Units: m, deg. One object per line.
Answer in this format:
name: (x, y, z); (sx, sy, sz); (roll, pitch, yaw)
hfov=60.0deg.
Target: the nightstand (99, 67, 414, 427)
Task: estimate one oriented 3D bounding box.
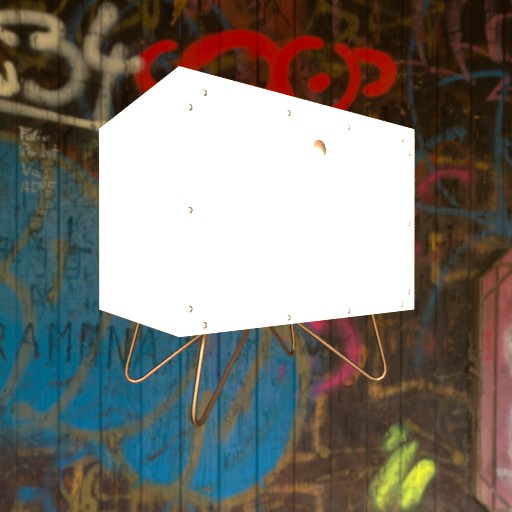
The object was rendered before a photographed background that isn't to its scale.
nightstand: (0.000, 0.000, 1.061); (0.614, 0.604, 0.447); (0, 0, -35)
